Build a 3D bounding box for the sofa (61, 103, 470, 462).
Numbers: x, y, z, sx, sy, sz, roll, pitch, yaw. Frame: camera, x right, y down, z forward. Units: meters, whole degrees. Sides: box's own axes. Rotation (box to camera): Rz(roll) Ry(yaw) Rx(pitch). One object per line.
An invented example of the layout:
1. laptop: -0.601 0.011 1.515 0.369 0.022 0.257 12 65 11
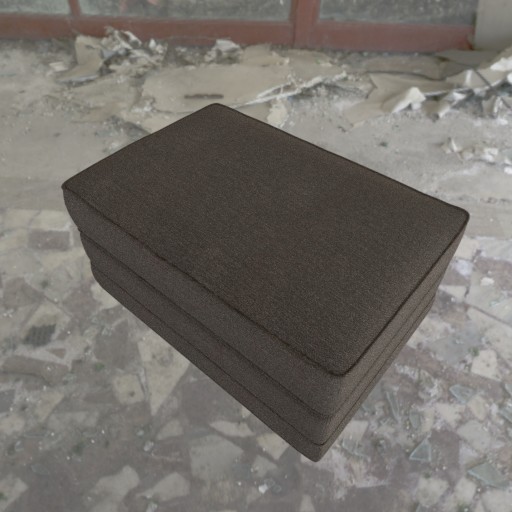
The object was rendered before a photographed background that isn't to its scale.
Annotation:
1. sofa: 0.000 0.000 1.212 0.854 0.457 0.578 32 54 27
